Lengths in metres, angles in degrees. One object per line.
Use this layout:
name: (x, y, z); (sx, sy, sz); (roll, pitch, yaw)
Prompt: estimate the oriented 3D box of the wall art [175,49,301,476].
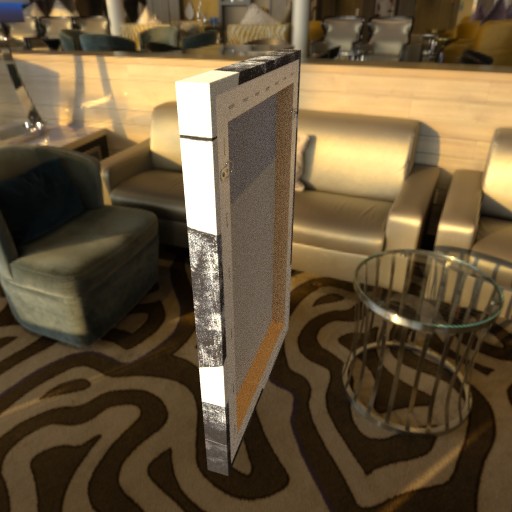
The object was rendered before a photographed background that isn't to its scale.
wall art: (0.000, 0.000, 0.755); (0.039, 0.610, 0.407); (9, 31, 15)
